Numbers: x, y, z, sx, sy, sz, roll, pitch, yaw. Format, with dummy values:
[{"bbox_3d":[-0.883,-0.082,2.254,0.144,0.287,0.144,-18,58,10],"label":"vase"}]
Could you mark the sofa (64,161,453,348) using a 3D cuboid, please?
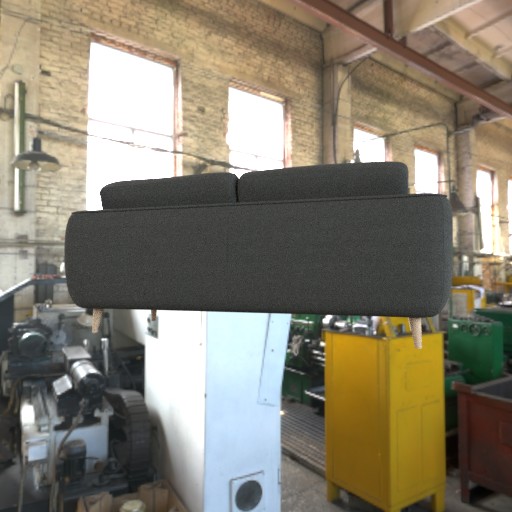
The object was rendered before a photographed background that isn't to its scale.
[{"bbox_3d":[0.000,0.000,2.509,2.000,0.850,0.920,-1,-2,18],"label":"sofa"}]
